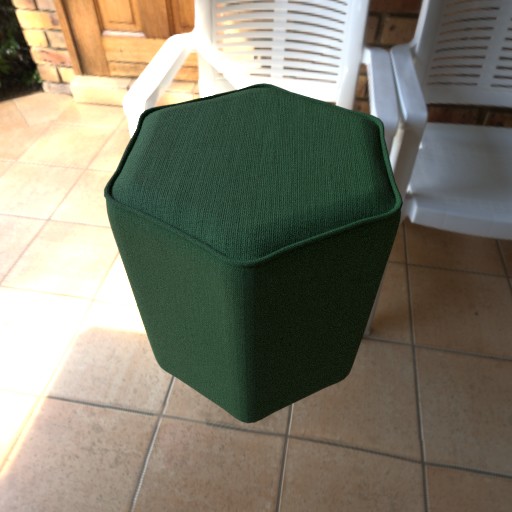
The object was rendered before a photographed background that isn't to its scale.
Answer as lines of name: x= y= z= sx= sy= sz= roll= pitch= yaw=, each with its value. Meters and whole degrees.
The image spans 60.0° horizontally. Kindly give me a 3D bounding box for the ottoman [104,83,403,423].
ottoman: x=0.000 y=0.000 z=0.891 sx=0.444 sy=0.507 sz=0.499 roll=3 pitch=47 yaw=3
